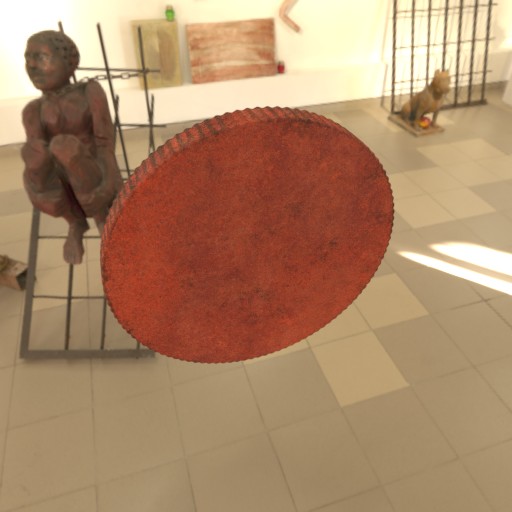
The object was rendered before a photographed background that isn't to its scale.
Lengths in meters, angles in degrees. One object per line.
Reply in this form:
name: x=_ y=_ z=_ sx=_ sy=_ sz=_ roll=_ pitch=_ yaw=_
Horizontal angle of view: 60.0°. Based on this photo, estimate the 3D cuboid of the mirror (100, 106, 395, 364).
mirror: x=0.000 y=0.000 z=0.918 sx=0.609 sy=0.609 sz=0.056 roll=-12 pitch=41 yaw=-14
